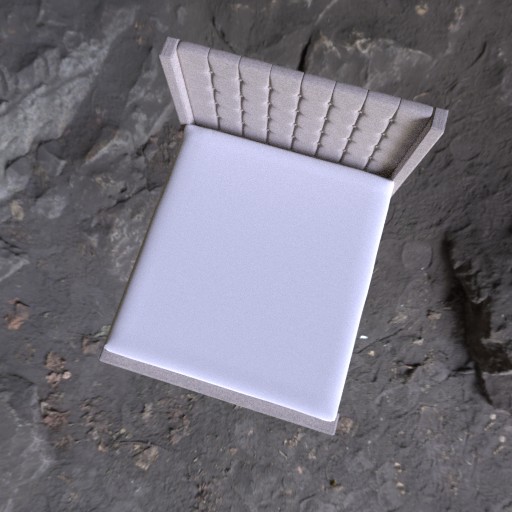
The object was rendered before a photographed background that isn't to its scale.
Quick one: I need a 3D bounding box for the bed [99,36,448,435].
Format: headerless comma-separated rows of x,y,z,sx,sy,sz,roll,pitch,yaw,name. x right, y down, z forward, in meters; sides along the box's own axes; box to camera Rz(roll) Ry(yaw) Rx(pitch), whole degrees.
0.000,0.000,3.662,2.044,1.748,2.372,16,77,4,bed
